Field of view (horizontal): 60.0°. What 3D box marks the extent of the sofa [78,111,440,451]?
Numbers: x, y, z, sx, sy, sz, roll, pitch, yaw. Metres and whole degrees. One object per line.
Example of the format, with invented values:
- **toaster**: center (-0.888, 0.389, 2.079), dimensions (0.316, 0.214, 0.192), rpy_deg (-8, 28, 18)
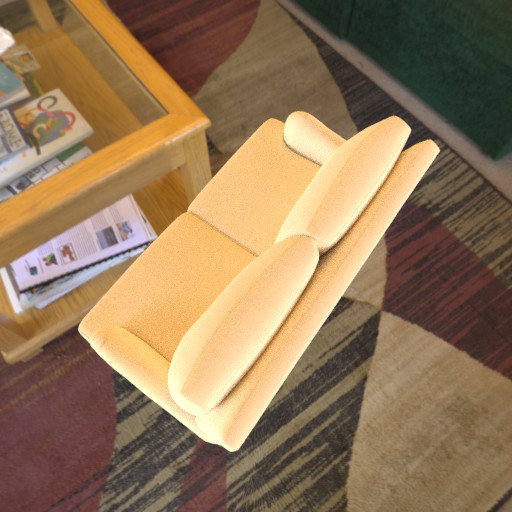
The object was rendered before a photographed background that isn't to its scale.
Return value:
- **sofa**: center (0.000, 0.000, 2.500), dimensions (1.084, 1.101, 1.853), rpy_deg (33, 68, 15)
